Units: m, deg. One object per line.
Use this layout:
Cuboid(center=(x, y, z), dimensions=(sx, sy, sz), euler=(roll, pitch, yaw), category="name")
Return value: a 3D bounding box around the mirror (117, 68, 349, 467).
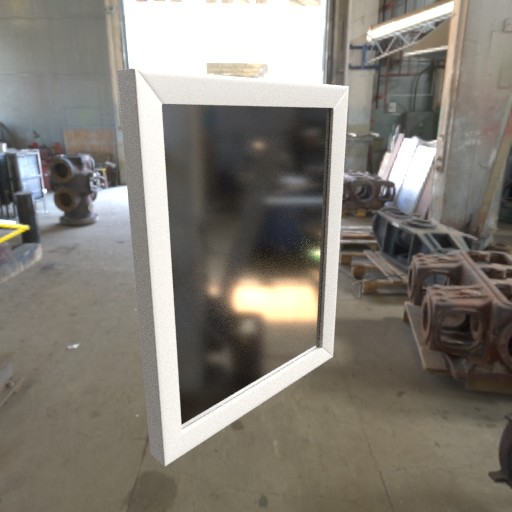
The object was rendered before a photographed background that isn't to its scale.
Cuboid(center=(0.000, 0.000, 0.686), dimensions=(0.041, 0.508, 0.405), euler=(16, 24, 41), category="mirror")
